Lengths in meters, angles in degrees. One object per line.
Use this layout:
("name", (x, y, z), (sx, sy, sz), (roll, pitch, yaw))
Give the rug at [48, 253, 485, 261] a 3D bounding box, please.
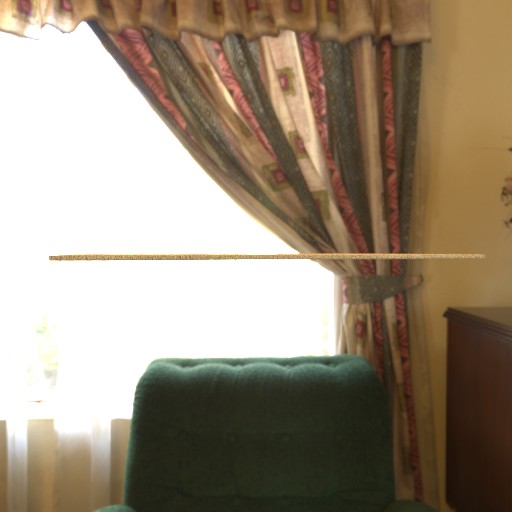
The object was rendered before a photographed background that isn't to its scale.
("rug", (0.000, 0.000, 2.952), (2.346, 0.025, 1.500), (0, 1, -18))
